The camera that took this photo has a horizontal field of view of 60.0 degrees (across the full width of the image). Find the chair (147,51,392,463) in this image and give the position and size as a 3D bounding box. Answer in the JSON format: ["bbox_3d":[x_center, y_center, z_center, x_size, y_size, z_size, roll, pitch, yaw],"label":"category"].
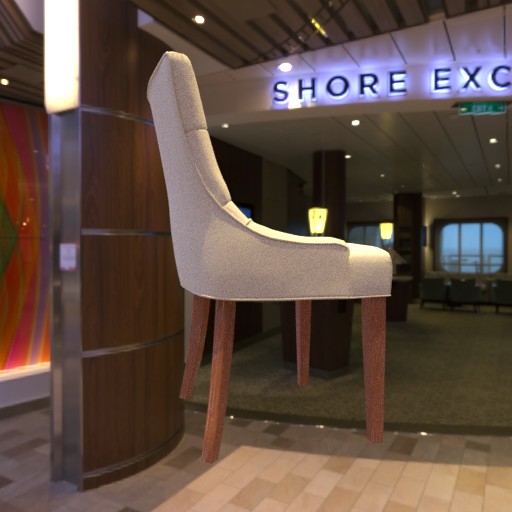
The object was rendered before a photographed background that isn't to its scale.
[{"bbox_3d":[0.000,0.000,1.195,0.565,0.874,0.509,0,1,-16],"label":"chair"}]
